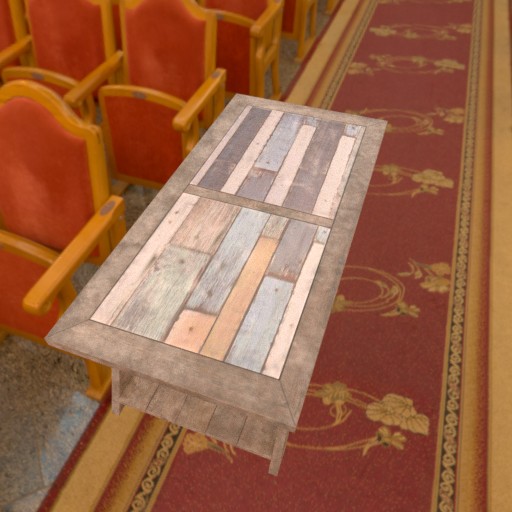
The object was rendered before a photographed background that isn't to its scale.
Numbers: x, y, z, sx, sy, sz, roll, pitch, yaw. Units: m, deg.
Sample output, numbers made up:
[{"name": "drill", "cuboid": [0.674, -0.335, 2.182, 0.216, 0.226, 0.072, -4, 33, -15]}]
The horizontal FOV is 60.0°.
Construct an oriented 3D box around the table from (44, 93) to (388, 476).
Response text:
[{"name": "table", "cuboid": [0.000, 0.000, 1.521, 0.610, 0.470, 1.219, 15, 50, 13]}]
